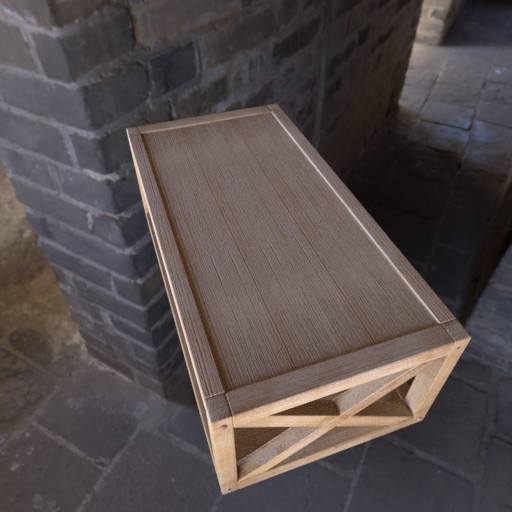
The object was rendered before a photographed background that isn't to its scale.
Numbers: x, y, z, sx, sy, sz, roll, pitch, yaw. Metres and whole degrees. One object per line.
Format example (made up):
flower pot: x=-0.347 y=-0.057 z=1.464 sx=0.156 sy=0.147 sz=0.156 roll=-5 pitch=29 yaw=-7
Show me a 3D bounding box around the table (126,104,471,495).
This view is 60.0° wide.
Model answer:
table: x=0.000 y=0.000 z=1.602 sx=0.660 sy=0.457 sz=1.321 roll=-14 pitch=47 yaw=-14
